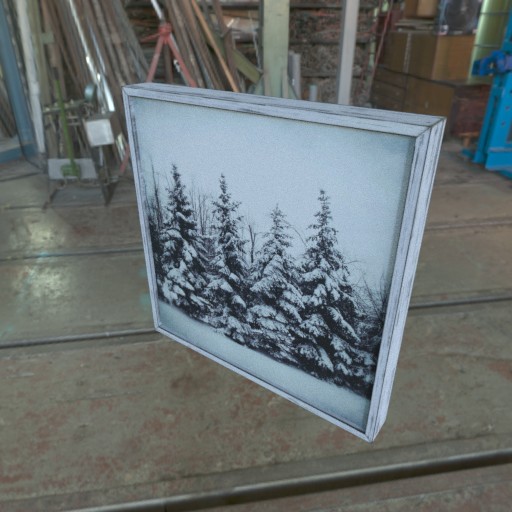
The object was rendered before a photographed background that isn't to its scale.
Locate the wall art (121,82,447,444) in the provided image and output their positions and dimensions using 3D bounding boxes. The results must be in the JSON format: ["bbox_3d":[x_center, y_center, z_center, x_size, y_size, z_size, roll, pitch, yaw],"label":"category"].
[{"bbox_3d":[0.000,0.000,0.448,0.303,0.303,0.036,19,34,31],"label":"wall art"}]
